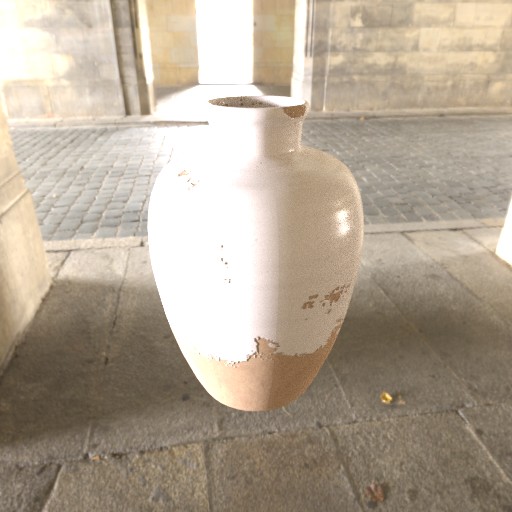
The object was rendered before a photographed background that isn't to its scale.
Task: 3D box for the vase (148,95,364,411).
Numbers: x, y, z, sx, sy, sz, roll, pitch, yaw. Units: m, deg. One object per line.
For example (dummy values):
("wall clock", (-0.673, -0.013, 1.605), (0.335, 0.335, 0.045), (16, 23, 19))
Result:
("vase", (0.000, 0.000, 0.343), (0.158, 0.228, 0.158), (0, 26, 0))
